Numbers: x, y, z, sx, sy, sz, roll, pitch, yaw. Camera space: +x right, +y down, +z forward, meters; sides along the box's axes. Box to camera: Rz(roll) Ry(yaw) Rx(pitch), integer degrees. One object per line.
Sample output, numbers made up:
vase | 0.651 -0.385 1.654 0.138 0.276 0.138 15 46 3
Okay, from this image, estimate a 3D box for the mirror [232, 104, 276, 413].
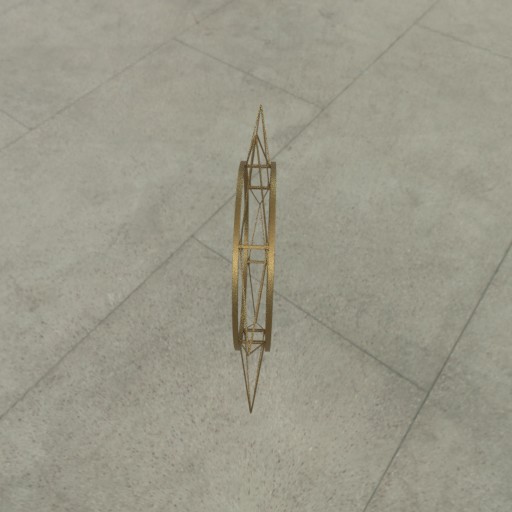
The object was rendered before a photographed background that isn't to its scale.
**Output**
mirror | 0.000 0.000 0.825 0.062 0.581 0.498 2 56 1
